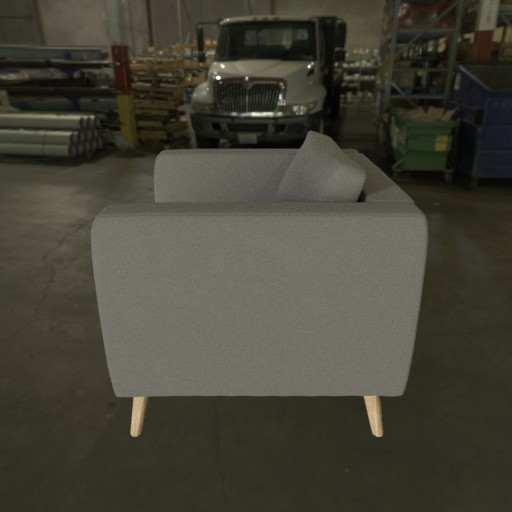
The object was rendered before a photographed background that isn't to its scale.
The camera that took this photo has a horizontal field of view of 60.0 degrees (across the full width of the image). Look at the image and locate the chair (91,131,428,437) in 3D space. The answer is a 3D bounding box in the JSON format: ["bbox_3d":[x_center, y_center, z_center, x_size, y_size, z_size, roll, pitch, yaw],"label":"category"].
[{"bbox_3d":[0.000,0.000,1.702,0.930,0.860,1.000,0,24,0],"label":"chair"}]
